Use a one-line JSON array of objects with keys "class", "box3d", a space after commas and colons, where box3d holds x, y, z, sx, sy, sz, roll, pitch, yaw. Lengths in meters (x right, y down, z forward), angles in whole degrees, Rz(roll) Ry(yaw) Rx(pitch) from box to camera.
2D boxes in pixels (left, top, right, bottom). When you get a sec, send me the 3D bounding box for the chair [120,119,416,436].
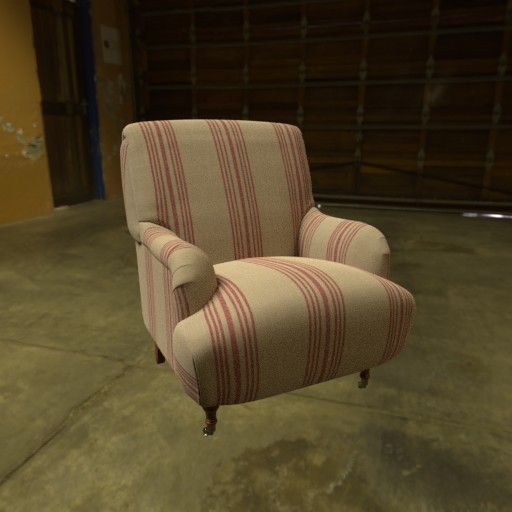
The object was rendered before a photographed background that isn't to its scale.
[{"class": "chair", "box3d": [0.000, 0.000, 1.869, 0.933, 1.123, 1.058, -7, 17, -25]}]
